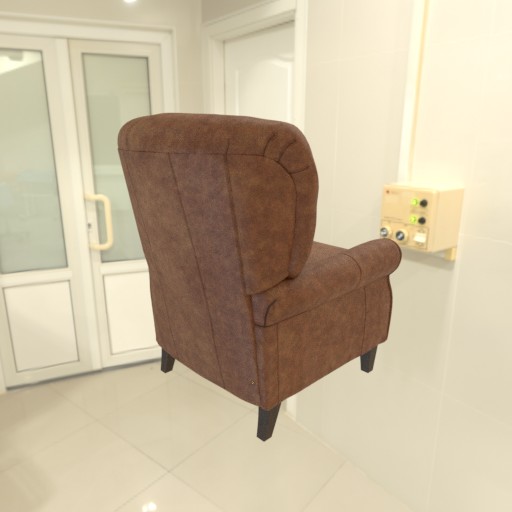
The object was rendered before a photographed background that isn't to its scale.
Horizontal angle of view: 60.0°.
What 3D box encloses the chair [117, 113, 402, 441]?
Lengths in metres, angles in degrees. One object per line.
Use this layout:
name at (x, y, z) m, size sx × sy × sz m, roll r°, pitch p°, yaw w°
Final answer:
chair at (0.000, 0.000, 1.922) m, size 1.059 × 1.164 × 0.951 m, roll -15°, pitch 21°, yaw -42°
